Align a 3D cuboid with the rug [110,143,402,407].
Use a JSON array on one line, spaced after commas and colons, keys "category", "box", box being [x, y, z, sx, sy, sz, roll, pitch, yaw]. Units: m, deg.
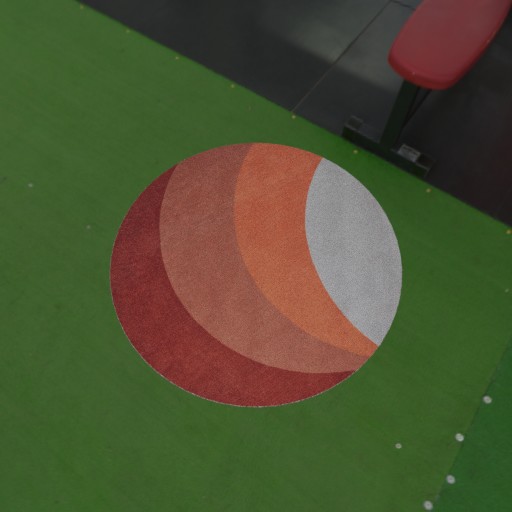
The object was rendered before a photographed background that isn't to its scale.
[{"category": "rug", "box": [0.000, 0.000, 2.321, 1.514, 0.015, 1.514, 0, 63, 0]}]
